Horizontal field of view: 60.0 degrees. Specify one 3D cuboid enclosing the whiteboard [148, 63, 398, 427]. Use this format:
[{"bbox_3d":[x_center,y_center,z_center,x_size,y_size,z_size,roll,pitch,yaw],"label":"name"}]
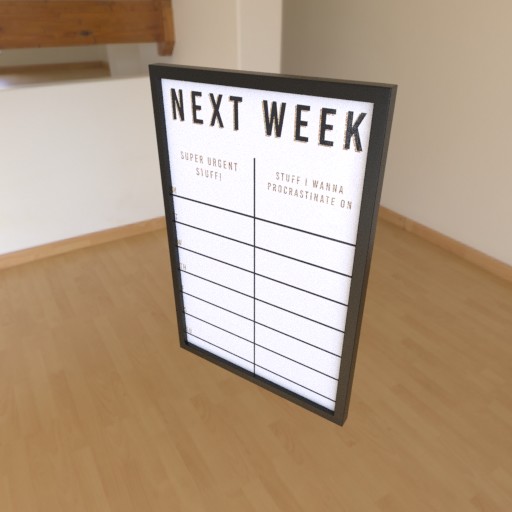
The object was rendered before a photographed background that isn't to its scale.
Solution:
[{"bbox_3d":[0.000,0.000,0.792,0.406,0.611,0.026,18,35,28],"label":"whiteboard"}]
